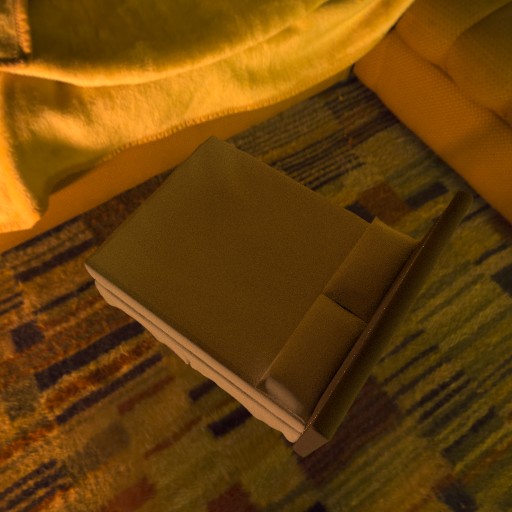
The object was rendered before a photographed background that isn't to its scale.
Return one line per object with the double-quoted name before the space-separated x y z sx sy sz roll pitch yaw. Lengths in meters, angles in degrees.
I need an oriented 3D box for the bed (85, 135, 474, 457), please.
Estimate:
"bed" 0.000 0.000 3.116 2.036 1.387 1.666 33 67 16
